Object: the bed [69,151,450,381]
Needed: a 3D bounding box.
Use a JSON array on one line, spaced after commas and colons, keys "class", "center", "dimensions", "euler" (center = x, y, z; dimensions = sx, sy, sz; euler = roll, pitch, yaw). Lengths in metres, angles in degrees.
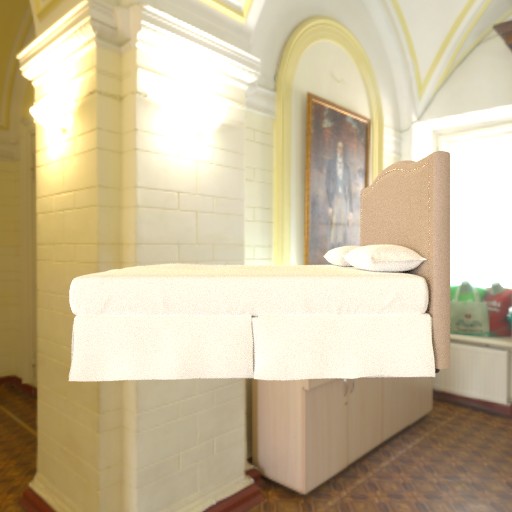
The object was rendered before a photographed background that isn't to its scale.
[{"class": "bed", "center": [0.000, 0.000, 3.461], "dimensions": [2.282, 1.436, 1.821], "euler": [0, 1, -1]}]
